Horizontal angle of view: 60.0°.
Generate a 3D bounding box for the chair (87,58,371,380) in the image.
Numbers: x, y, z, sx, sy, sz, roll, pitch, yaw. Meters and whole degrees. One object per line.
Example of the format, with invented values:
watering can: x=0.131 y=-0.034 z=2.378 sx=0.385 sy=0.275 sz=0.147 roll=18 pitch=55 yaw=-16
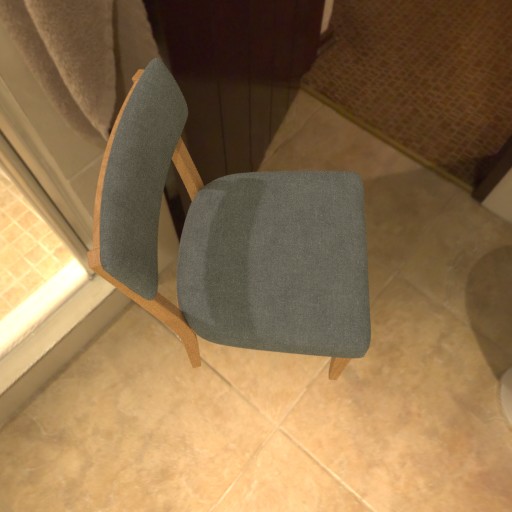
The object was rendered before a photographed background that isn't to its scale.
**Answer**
chair: x=0.000 y=0.000 z=1.166 sx=0.572 sy=0.832 sz=0.508 roll=3 pitch=64 yaw=2
